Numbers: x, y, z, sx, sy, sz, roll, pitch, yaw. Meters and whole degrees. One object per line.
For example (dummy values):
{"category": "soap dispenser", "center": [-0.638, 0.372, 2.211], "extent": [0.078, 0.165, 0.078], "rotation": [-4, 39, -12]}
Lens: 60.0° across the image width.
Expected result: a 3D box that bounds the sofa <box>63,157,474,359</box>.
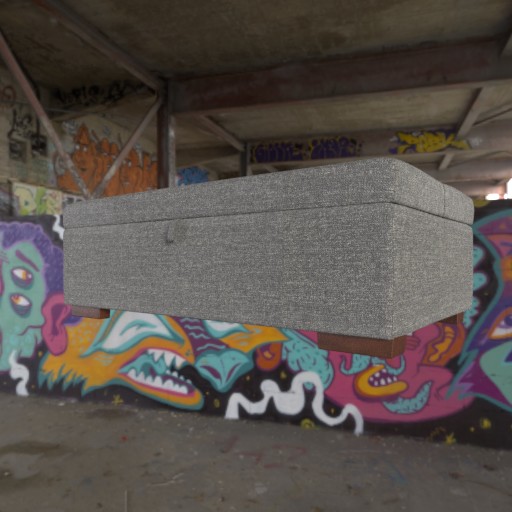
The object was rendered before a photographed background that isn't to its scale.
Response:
{"category": "sofa", "center": [0.000, 0.000, 1.503], "extent": [1.198, 0.417, 0.782], "rotation": [0, -1, 37]}
